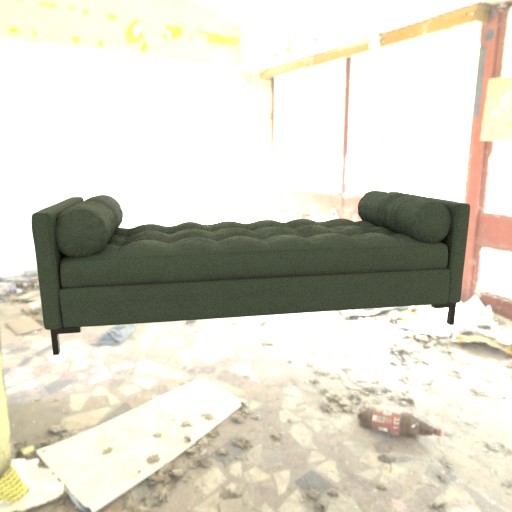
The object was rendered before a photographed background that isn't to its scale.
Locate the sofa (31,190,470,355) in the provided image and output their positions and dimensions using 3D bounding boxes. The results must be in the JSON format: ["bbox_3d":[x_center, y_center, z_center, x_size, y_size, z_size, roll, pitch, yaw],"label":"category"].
[{"bbox_3d":[0.000,0.000,2.512,2.130,0.681,0.817,-2,13,-10],"label":"sofa"}]
